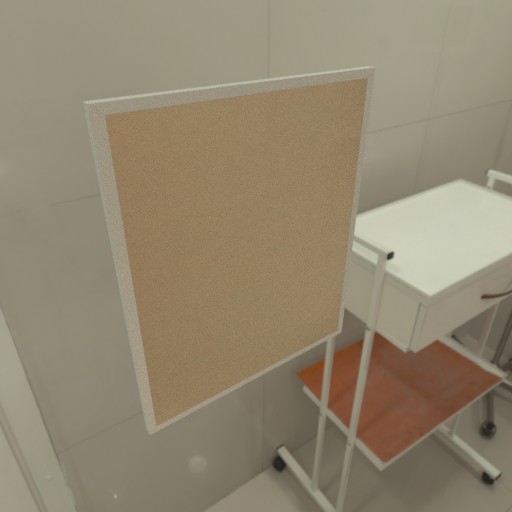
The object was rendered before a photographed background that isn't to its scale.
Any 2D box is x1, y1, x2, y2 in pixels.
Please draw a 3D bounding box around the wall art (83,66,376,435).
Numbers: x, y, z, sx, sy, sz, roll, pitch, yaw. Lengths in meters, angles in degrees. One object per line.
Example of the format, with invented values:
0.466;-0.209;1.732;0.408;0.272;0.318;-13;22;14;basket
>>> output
0.000;0.000;0.614;0.382;0.456;0.013;-20;36;-30;wall art
